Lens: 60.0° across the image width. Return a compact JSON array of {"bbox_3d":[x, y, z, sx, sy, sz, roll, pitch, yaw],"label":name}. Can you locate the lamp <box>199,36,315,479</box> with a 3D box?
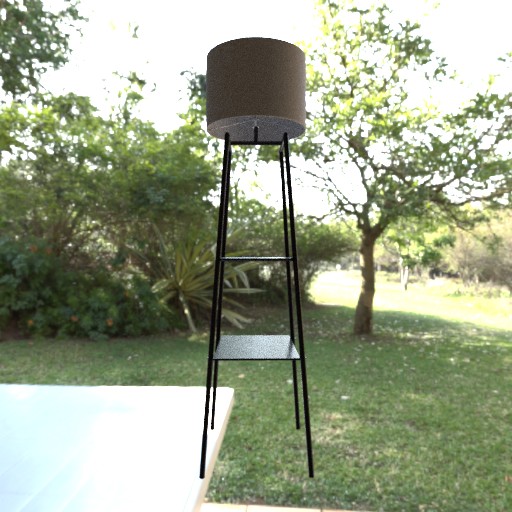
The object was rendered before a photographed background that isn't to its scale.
[{"bbox_3d":[0.000,0.000,1.675,0.384,1.474,0.427,0,0,-1],"label":"lamp"}]
